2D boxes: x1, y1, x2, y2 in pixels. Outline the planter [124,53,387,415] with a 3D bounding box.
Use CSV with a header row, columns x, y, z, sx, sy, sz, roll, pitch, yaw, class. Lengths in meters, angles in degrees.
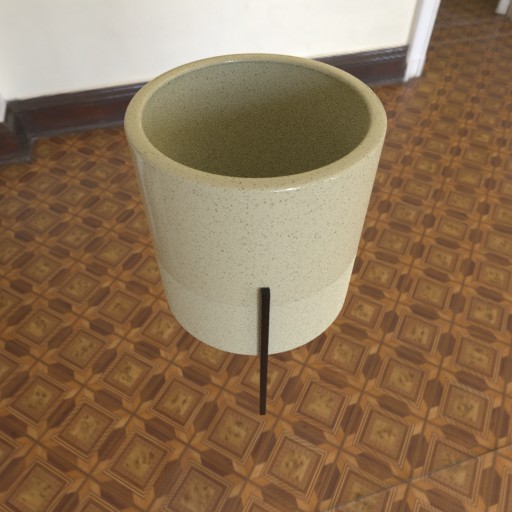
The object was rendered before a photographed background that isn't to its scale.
x,y,z,sx,sy,sz,roll,pitch,yaw,class
0.000,0.000,0.541,0.234,0.390,0.243,-3,48,-3,planter
